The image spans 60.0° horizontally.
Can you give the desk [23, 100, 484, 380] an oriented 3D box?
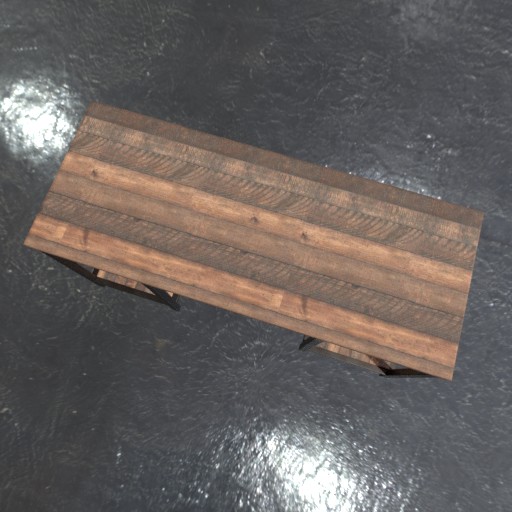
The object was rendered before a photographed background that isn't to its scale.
[{"bbox_3d":[0.000,0.000,1.953,1.538,0.753,0.617,17,75,5],"label":"desk"}]
